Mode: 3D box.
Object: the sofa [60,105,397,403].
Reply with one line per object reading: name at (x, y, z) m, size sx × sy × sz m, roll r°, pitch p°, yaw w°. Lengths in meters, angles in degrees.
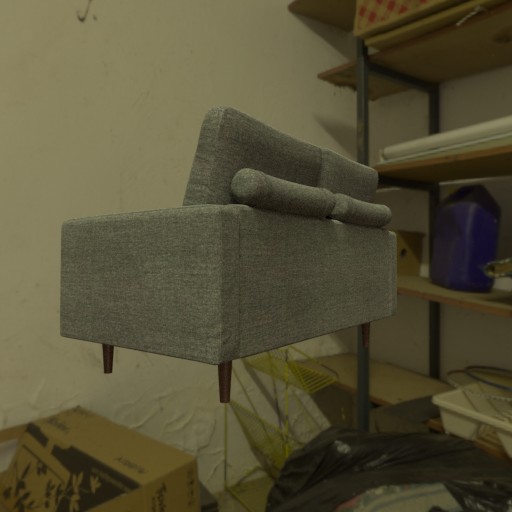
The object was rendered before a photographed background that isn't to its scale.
sofa at (0.000, 0.000, 1.962) m, size 0.842 × 0.907 × 1.407 m, roll -1°, pitch -1°, yaw 37°
